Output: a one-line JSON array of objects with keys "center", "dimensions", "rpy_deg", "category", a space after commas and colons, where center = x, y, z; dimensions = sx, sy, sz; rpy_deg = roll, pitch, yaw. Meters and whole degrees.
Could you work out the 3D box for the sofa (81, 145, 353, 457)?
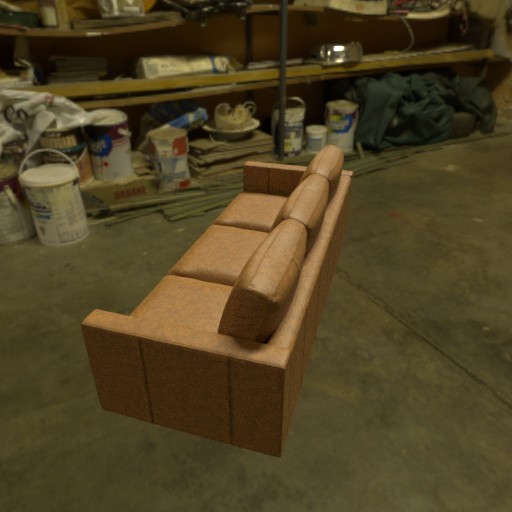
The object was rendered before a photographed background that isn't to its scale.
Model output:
[{"center": [0.000, 0.000, 2.750], "dimensions": [0.903, 0.930, 2.231], "rpy_deg": [9, 31, 15], "category": "sofa"}]
